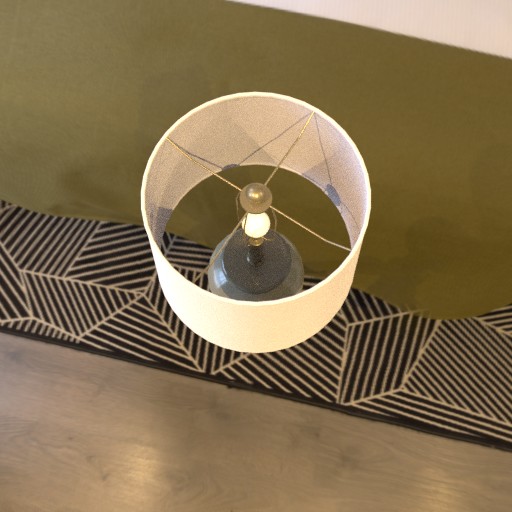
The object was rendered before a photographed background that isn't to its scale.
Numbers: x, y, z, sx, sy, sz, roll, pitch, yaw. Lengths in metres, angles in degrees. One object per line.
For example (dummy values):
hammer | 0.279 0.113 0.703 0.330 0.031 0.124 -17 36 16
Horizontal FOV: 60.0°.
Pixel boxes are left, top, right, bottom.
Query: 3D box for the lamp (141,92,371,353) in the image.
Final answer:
lamp | 0.000 0.000 0.554 0.239 0.399 0.239 0 75 0
